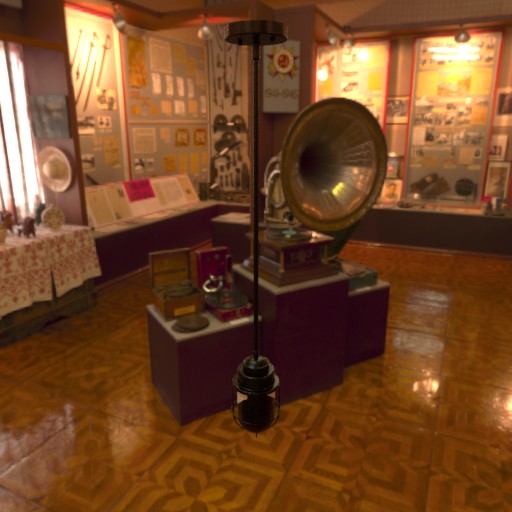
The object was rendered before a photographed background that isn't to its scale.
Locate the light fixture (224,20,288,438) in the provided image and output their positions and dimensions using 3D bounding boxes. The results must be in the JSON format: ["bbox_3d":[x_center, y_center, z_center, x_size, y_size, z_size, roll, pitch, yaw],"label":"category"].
[{"bbox_3d":[0.000,0.000,0.985,0.123,0.920,0.123,8,18,26],"label":"light fixture"}]
